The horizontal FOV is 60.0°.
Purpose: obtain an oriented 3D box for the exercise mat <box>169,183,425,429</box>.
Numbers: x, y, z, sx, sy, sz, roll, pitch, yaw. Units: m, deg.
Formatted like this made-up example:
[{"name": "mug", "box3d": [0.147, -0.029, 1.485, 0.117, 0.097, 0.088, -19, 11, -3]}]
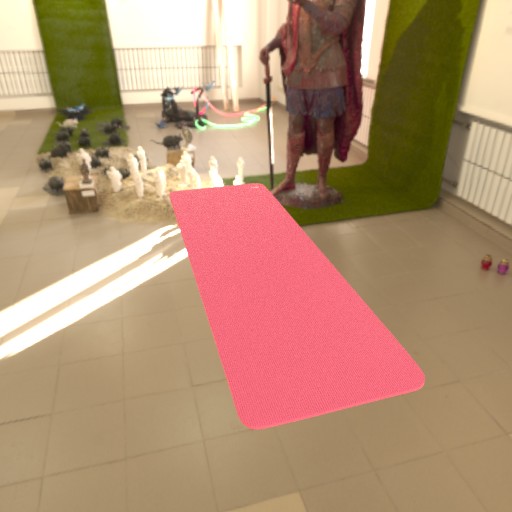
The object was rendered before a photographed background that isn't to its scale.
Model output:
[{"name": "exercise mat", "box3d": [0.000, 0.000, 2.098, 0.616, 0.021, 1.884, -8, 31, -14]}]
